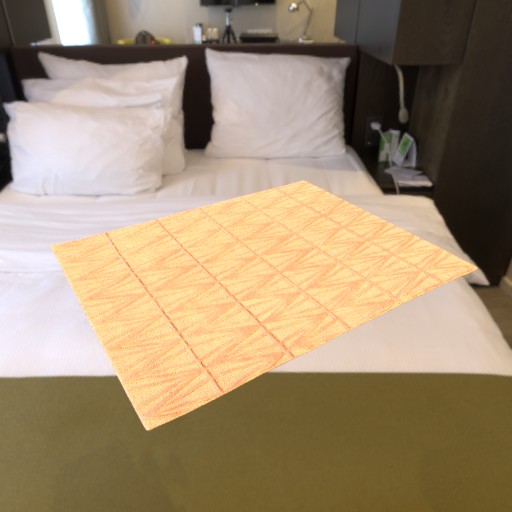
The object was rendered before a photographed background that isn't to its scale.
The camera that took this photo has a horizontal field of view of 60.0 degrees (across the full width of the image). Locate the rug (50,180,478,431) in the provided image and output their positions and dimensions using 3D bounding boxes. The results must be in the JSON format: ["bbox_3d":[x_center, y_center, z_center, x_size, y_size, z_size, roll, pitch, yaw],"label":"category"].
[{"bbox_3d":[0.000,0.000,4.027,3.052,0.043,2.453,-19,36,-28],"label":"rug"}]
